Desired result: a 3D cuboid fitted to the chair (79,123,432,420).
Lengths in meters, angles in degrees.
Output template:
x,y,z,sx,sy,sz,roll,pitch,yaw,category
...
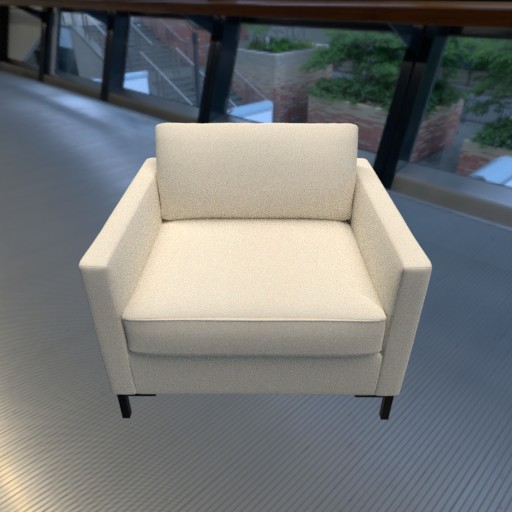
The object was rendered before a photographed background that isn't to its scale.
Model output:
x,y,z,sx,sy,sz,roll,pitch,yaw,category
0.000,0.000,1.617,0.964,0.806,0.875,0,32,0,chair
